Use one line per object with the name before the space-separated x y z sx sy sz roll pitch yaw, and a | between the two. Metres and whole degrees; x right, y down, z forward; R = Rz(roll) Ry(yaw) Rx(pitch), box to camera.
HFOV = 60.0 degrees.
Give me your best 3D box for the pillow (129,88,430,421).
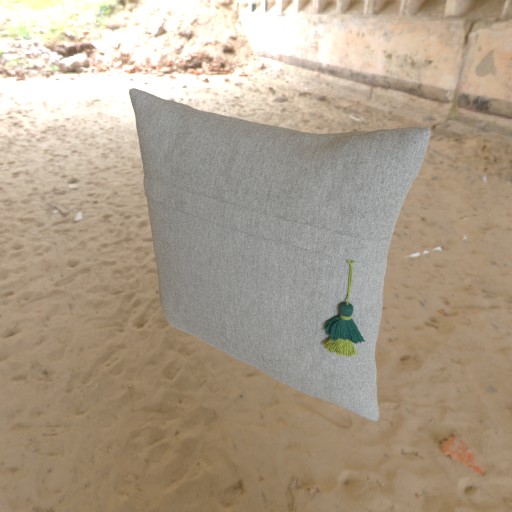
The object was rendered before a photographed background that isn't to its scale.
pillow | 0.000 0.000 0.657 0.433 0.436 0.173 19 35 29
